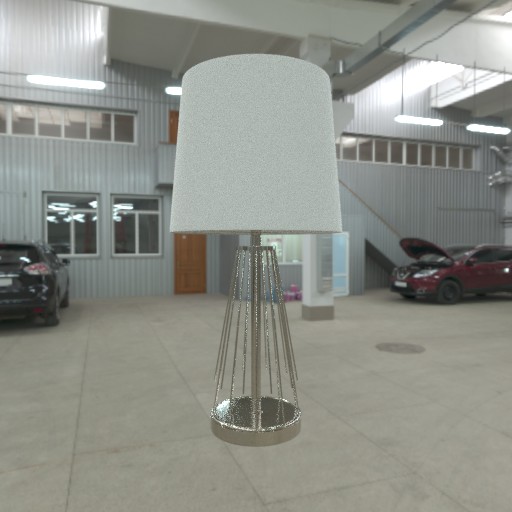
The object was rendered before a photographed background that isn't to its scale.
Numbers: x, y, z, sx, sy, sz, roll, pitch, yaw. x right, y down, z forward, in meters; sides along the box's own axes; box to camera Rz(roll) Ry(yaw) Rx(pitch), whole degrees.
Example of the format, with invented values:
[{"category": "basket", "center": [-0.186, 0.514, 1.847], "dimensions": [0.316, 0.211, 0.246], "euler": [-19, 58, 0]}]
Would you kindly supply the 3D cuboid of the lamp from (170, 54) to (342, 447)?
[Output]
[{"category": "lamp", "center": [0.000, 0.000, 0.794], "dimensions": [0.303, 0.618, 0.303], "euler": [0, 1, 0]}]
